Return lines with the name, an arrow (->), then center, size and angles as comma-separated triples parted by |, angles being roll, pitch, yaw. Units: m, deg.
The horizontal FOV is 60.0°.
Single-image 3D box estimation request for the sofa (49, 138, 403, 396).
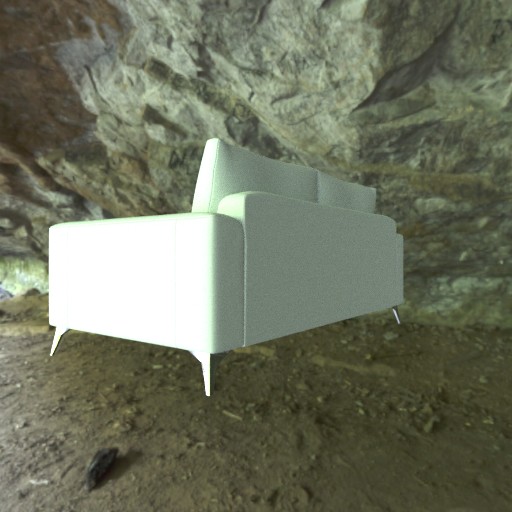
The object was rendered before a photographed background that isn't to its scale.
sofa -> 0.000, 0.000, 2.169 | 0.920, 0.790, 1.650 | 0, 0, 36
